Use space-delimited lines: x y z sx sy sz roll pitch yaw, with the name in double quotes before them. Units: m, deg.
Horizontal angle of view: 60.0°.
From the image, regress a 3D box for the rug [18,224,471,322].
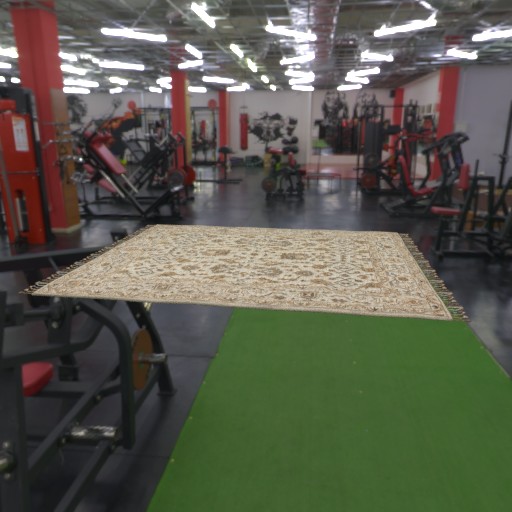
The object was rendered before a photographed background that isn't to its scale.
"rug" 0.000 0.000 4.056 3.061 0.034 2.426 3 16 9
